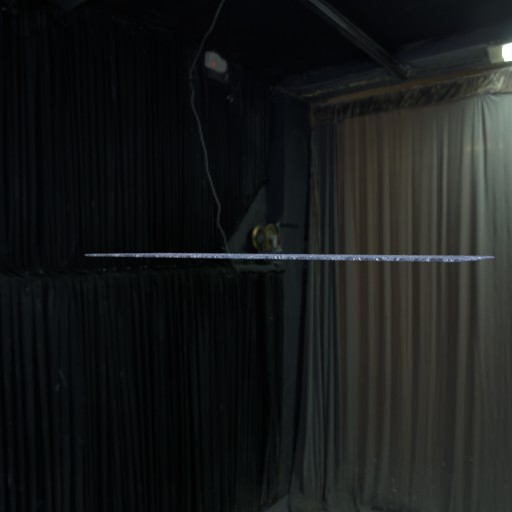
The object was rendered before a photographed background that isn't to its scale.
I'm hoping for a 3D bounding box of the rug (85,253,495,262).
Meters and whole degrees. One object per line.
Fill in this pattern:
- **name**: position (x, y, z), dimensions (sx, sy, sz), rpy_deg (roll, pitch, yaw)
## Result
- **rug**: position (0.000, 0.000, 2.502), dimensions (2.306, 0.013, 0.719), rpy_deg (1, 1, 37)
